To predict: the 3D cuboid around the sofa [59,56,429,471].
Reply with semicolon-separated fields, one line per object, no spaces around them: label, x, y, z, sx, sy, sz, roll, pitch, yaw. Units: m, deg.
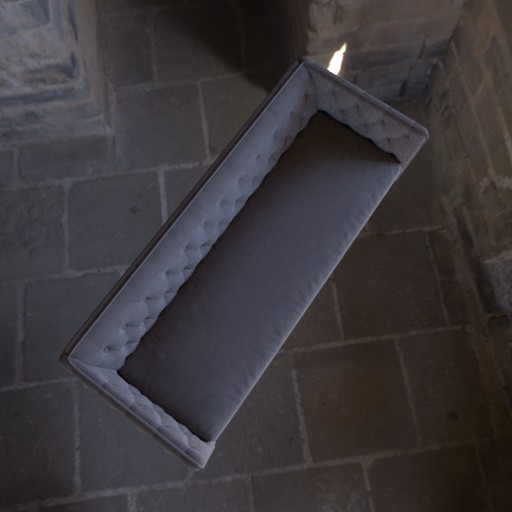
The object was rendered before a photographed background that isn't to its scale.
sofa;0.000;0.000;2.679;0.895;0.771;2.209;35;78;8
